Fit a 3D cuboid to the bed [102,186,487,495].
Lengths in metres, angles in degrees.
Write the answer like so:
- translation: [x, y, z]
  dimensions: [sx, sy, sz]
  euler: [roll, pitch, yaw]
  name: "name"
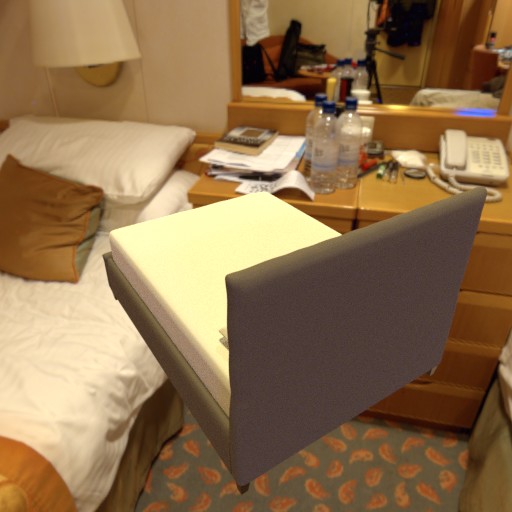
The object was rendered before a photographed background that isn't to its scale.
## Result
- translation: [0.000, 0.000, 3.227]
  dimensions: [1.696, 1.426, 2.233]
  euler: [-19, 36, -28]
  name: "bed"
